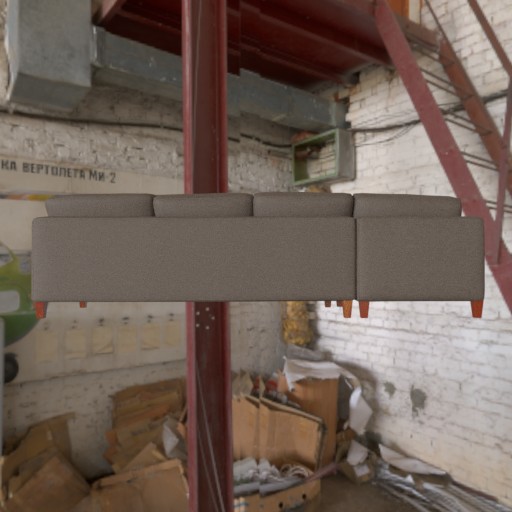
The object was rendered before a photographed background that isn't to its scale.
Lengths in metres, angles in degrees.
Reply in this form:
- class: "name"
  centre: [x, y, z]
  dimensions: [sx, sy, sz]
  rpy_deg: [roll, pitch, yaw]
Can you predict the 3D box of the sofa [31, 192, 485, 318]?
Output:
- class: "sofa"
  centre: [0.000, 0.000, 4.432]
  dimensions: [3.302, 0.947, 2.593]
  rpy_deg: [0, -1, -1]
